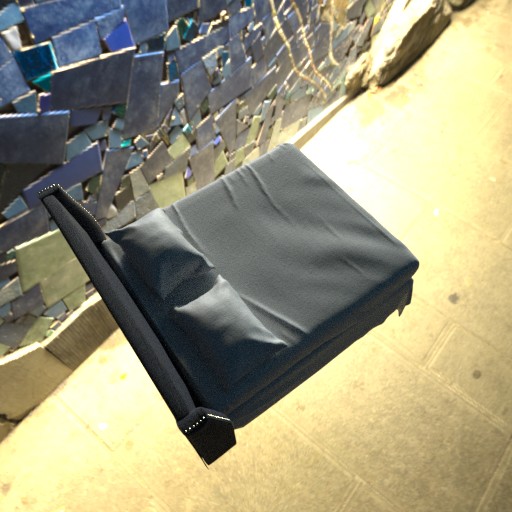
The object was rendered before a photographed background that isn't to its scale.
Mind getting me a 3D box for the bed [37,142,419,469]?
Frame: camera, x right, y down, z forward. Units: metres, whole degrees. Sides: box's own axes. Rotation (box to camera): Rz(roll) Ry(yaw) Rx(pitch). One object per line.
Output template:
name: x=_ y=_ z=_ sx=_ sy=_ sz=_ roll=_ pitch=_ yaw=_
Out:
bed: x=0.000 y=0.000 z=3.443 sx=2.276 sy=1.332 sz=1.925 roll=-32 pitch=63 yaw=-18
